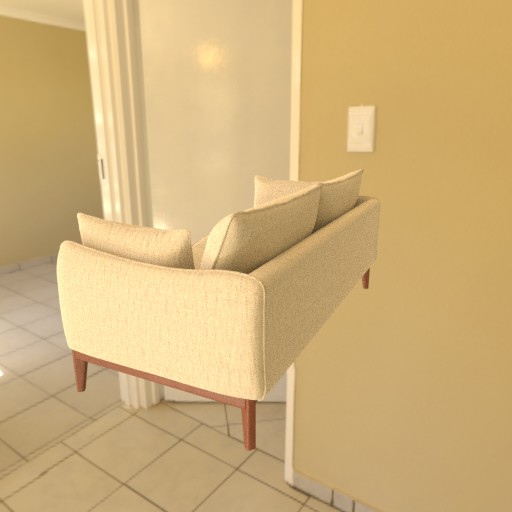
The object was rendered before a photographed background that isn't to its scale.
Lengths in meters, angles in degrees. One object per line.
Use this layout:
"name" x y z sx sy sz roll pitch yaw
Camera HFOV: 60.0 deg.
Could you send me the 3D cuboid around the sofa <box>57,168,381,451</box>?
"sofa" 0.000 0.000 2.490 0.991 0.860 1.989 8 18 25
